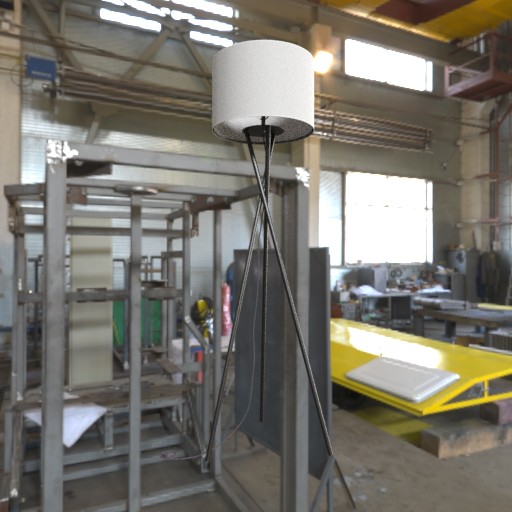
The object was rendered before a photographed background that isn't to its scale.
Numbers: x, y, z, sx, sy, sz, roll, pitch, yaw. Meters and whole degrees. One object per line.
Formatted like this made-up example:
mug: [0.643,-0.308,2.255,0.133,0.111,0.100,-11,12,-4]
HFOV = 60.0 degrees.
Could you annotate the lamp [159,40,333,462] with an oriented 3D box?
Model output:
lamp: [0.000,0.000,1.916,0.667,1.624,0.522,0,0,19]
